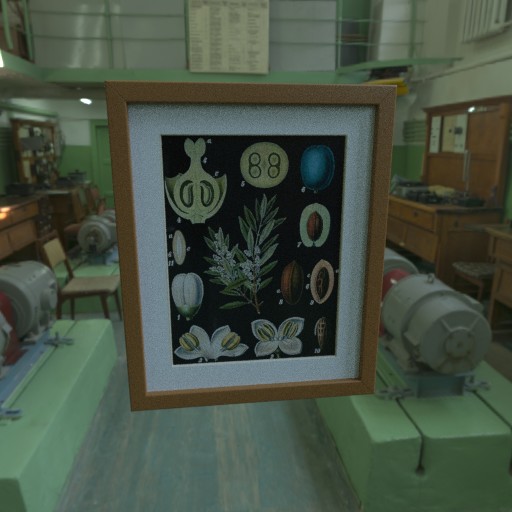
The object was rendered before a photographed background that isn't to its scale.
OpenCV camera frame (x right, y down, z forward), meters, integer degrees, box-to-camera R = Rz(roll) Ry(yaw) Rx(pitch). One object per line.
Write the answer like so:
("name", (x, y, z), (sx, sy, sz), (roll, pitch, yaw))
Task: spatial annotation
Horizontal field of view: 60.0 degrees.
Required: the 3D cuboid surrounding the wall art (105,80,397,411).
("wall art", (0.000, 0.000, 0.752), (0.449, 0.550, 0.021), (-2, 15, -7))
